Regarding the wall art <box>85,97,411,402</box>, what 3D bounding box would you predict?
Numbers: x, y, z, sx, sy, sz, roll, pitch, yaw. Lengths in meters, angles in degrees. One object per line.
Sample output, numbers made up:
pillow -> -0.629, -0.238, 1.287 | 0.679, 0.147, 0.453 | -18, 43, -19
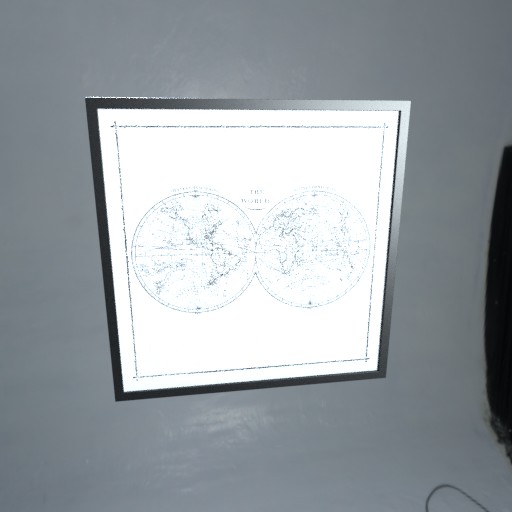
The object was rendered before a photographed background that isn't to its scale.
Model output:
wall art -> 0.000, 0.000, 1.161 | 0.773, 0.775, 0.031 | -2, 16, -9
